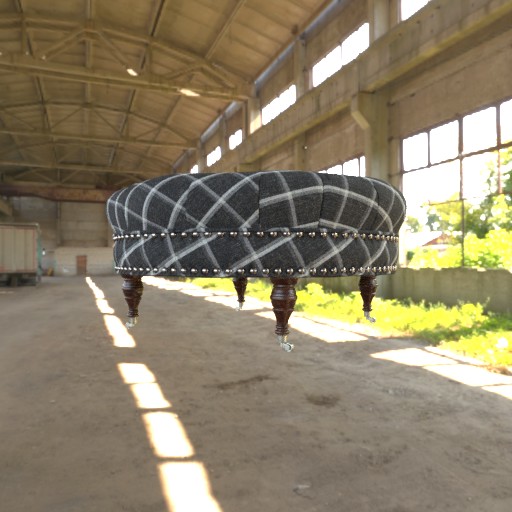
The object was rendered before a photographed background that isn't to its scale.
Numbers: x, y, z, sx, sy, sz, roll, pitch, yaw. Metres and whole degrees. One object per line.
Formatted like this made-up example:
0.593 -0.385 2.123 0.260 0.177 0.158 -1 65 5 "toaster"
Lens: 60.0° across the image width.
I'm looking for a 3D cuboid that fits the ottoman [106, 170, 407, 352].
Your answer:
0.000 0.000 1.397 0.901 0.439 0.901 0 0 0 "ottoman"
